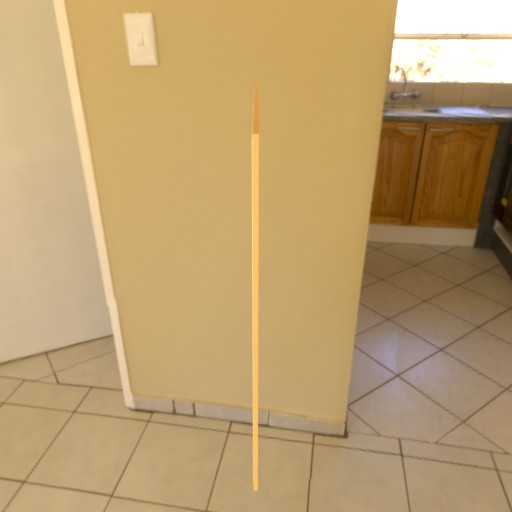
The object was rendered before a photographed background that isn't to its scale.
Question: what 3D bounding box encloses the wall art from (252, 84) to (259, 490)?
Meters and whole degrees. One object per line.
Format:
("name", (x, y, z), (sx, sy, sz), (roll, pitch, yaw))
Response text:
("wall art", (0.000, 0.000, 1.435), (0.013, 0.959, 0.962), (0, 26, 0))
